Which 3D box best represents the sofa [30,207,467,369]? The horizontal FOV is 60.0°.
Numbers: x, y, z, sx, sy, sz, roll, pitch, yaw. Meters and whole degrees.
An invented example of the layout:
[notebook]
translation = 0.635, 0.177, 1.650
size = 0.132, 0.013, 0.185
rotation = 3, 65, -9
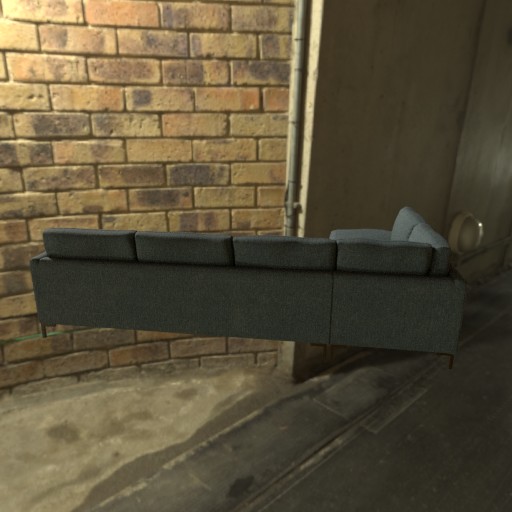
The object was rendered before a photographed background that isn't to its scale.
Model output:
[sofa]
translation = 0.000, 0.000, 3.866
size = 2.949, 0.815, 2.007
rotation = 3, 17, 8
